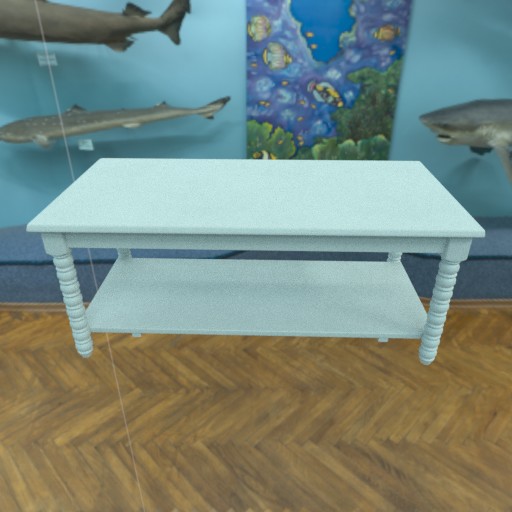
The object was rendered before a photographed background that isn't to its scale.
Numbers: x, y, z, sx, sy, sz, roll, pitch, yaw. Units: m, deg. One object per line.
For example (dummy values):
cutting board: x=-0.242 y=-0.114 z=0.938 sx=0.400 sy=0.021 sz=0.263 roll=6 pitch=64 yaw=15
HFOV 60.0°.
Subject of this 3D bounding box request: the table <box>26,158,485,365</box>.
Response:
table: x=0.000 y=0.000 z=1.487 sx=1.171 sy=0.487 sz=0.580 roll=1 pitch=30 yaw=2
